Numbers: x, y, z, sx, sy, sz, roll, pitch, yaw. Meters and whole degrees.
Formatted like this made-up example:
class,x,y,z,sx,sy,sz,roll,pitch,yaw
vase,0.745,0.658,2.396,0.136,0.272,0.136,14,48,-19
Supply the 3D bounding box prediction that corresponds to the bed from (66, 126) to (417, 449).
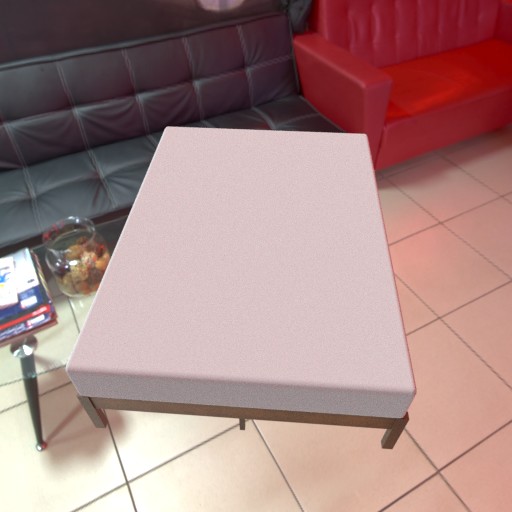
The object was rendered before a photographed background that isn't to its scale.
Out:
class,x,y,z,sx,sy,sz,roll,pitch,yaw
bed,0.000,0.000,2.773,1.529,0.593,2.050,3,46,3
